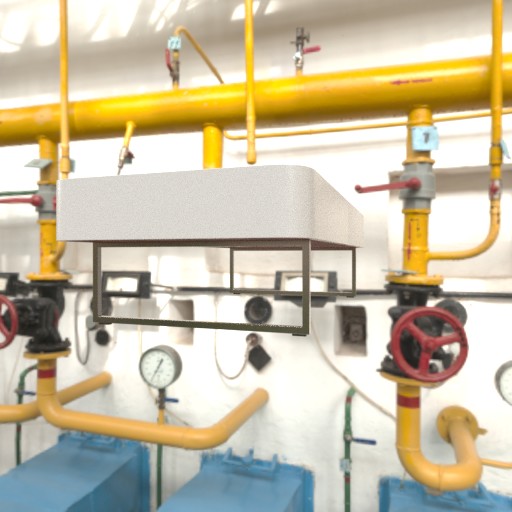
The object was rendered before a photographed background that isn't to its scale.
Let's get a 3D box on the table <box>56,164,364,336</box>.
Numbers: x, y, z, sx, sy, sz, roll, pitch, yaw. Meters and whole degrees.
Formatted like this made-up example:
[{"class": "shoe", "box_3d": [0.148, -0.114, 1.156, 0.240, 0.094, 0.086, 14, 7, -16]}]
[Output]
[{"class": "table", "box_3d": [0.000, 0.000, 1.462, 0.600, 0.340, 1.200, 0, 0, 19]}]
